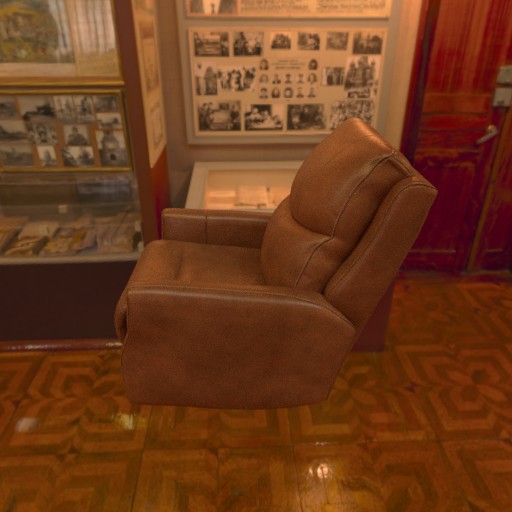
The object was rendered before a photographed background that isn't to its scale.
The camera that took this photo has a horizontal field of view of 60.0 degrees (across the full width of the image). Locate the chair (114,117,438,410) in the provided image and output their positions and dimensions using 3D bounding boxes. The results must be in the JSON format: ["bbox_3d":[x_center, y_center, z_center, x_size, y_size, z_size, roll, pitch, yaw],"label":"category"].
[{"bbox_3d":[0.000,0.000,1.792,1.072,1.016,0.821,0,28,0],"label":"chair"}]
